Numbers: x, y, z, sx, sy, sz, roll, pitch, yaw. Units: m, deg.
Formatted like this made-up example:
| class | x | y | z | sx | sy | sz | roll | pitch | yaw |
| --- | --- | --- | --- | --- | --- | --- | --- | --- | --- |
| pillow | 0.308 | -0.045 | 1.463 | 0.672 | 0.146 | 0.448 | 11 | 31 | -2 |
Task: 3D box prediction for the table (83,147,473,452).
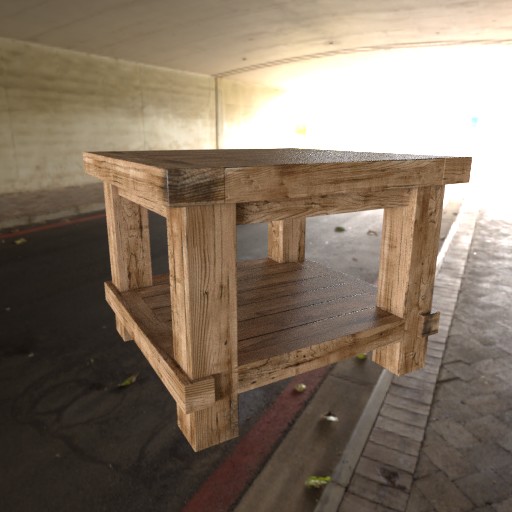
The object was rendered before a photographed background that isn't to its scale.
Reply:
| class | x | y | z | sx | sy | sz | roll | pitch | yaw |
| --- | --- | --- | --- | --- | --- | --- | --- | --- | --- |
| table | 0.000 | 0.000 | 1.018 | 0.610 | 0.457 | 0.610 | -9 | 18 | -29 |
